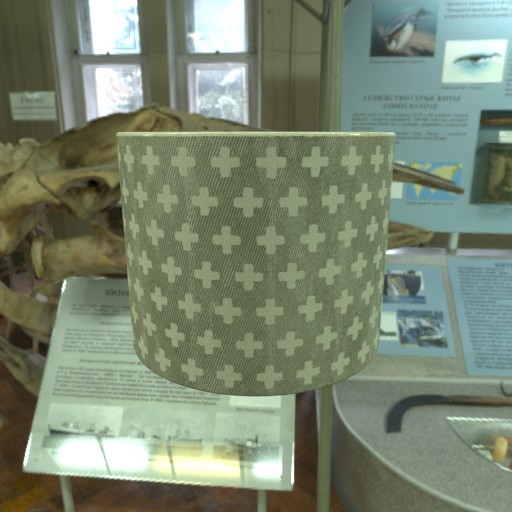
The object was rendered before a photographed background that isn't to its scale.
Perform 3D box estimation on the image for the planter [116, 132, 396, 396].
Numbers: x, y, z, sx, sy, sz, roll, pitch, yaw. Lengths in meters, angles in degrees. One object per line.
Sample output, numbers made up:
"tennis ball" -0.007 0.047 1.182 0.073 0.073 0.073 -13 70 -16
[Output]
"planter" 0.000 0.000 0.338 0.190 0.181 0.190 0 15 0
